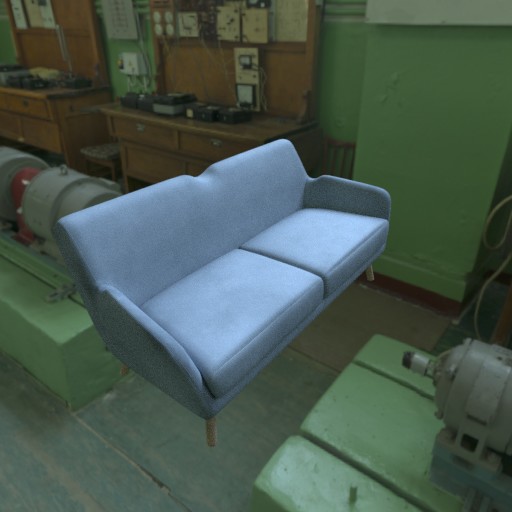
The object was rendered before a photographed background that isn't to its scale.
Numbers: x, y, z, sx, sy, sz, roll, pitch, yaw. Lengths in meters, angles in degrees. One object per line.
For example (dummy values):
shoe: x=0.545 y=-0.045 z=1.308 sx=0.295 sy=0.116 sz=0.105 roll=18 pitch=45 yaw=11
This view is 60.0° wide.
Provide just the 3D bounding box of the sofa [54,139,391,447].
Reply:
sofa: x=0.000 y=0.000 z=2.339 sx=0.850 sy=0.810 sz=1.870 roll=19 pitch=34 yaw=31
